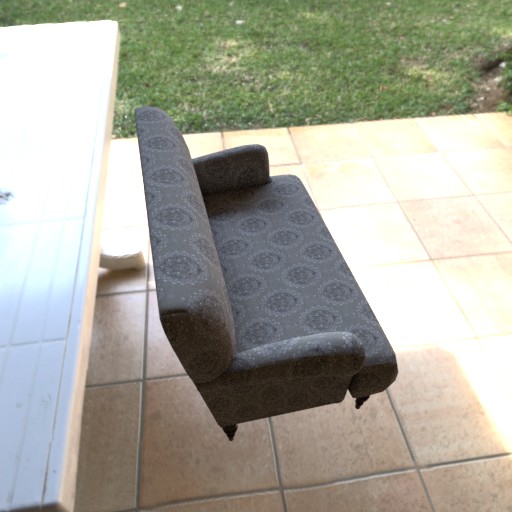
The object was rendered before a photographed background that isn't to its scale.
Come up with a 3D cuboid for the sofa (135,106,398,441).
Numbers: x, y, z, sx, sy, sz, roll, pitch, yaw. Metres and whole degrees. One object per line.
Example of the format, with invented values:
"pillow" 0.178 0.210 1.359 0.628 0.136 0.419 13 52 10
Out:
"sofa" 0.000 0.000 1.851 0.779 0.889 1.297 -10 46 -10
